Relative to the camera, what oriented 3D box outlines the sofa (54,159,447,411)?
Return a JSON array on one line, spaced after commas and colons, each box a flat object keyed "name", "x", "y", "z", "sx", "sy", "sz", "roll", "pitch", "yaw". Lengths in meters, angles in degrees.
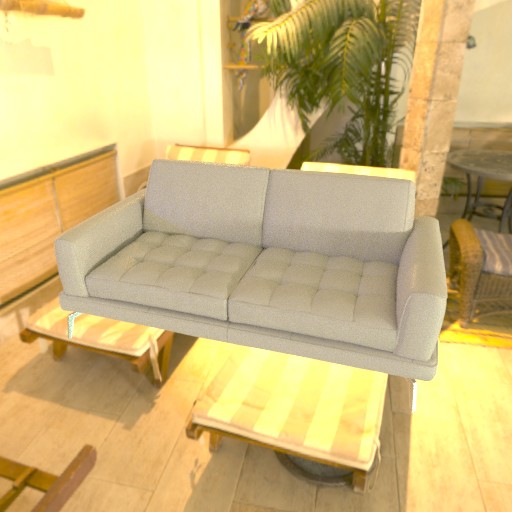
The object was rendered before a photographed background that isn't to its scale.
[{"name": "sofa", "x": 0.000, "y": 0.000, "z": 2.732, "sx": 2.177, "sy": 0.930, "sz": 1.121, "roll": 8, "pitch": 27, "yaw": 16}]
